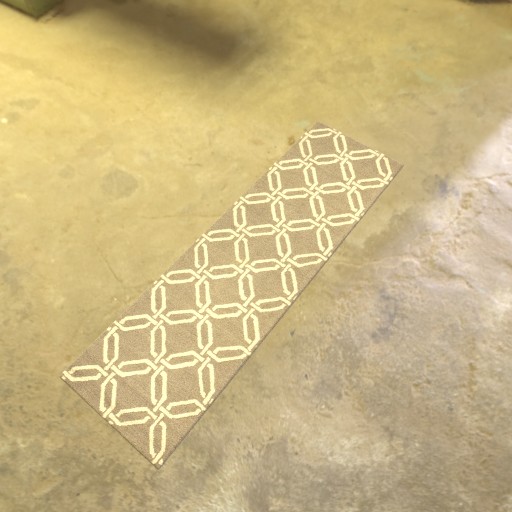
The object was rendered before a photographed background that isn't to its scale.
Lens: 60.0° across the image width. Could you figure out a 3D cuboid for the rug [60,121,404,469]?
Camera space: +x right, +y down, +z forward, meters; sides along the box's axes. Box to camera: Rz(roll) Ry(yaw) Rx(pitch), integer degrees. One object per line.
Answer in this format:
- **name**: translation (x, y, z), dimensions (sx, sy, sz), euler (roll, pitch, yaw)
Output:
- **rug**: translation (0.000, 0.000, 2.529), dimensions (0.678, 0.014, 2.276), euler (34, 64, 19)
